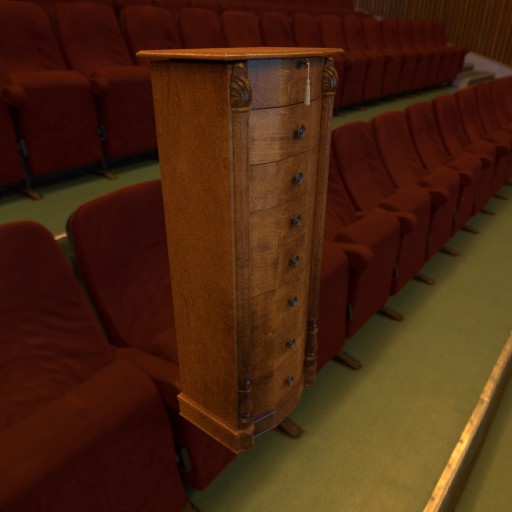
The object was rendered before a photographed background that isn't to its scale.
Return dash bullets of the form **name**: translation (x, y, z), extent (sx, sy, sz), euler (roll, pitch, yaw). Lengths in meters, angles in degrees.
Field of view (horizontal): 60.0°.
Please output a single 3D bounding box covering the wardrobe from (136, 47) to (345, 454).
- **wardrobe**: translation (0.000, 0.000, 1.136), extent (0.273, 0.959, 0.406), euler (20, 32, 34)
